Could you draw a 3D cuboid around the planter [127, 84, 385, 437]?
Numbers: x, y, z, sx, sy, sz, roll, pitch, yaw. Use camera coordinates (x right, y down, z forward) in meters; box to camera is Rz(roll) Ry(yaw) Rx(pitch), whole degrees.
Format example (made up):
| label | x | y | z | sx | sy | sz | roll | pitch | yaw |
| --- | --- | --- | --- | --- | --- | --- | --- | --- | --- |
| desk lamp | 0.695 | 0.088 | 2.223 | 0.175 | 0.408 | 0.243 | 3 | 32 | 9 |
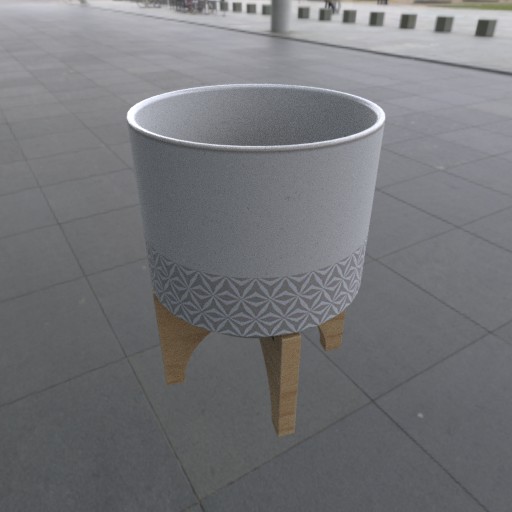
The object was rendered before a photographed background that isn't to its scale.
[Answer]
| label | x | y | z | sx | sy | sz | roll | pitch | yaw |
| --- | --- | --- | --- | --- | --- | --- | --- | --- | --- |
| planter | 0.000 | 0.000 | 0.399 | 0.188 | 0.260 | 0.188 | 0 | 32 | 0 |
